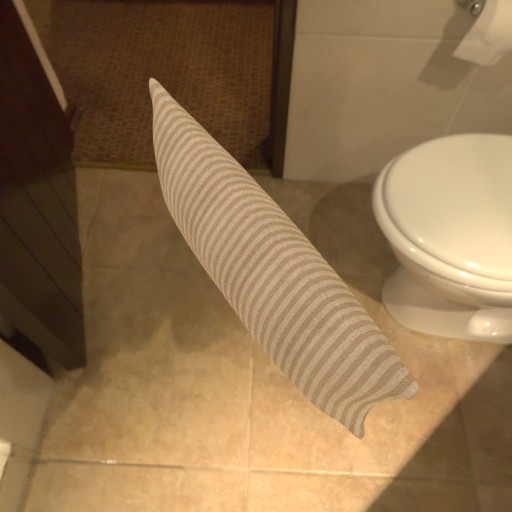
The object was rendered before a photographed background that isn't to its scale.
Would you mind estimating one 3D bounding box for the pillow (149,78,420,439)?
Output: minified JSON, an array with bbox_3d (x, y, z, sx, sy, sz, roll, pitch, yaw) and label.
[{"bbox_3d":[0.000,0.000,0.720,0.151,0.295,0.617,-30,63,-17],"label":"pillow"}]
